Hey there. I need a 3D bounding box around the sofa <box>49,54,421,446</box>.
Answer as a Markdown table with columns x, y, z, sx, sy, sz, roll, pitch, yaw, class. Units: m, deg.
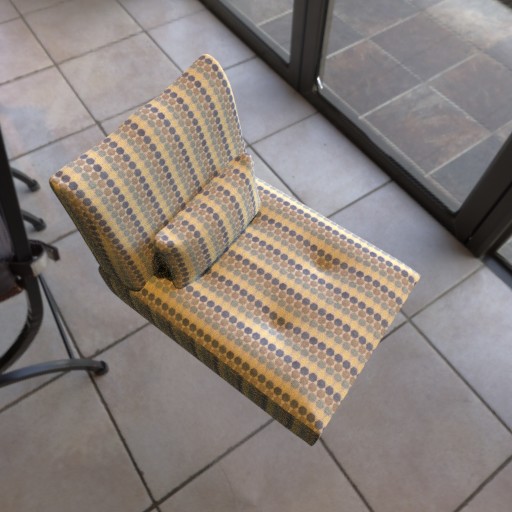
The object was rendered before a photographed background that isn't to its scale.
| x | y | z | sx | sy | sz | roll | pitch | yaw | class |
| --- | --- | --- | --- | --- | --- | --- | --- | --- | --- |
| 0.000 | 0.000 | 1.537 | 1.000 | 0.820 | 0.700 | 33 | 66 | 17 | sofa |
